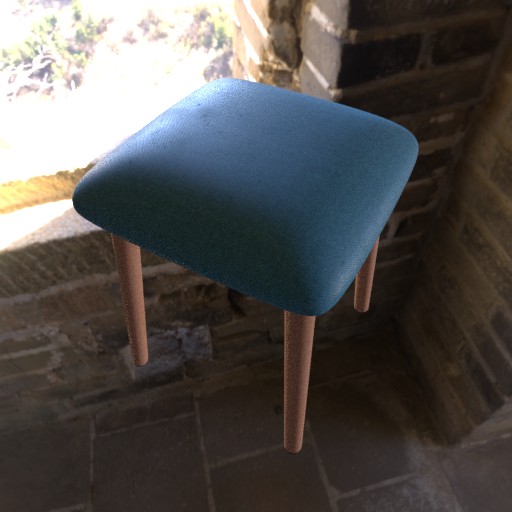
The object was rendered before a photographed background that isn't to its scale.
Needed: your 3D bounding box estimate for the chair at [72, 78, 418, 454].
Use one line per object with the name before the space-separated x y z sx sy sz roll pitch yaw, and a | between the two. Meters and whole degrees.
chair | 0.000 0.000 0.703 0.360 0.450 0.360 23 52 19
